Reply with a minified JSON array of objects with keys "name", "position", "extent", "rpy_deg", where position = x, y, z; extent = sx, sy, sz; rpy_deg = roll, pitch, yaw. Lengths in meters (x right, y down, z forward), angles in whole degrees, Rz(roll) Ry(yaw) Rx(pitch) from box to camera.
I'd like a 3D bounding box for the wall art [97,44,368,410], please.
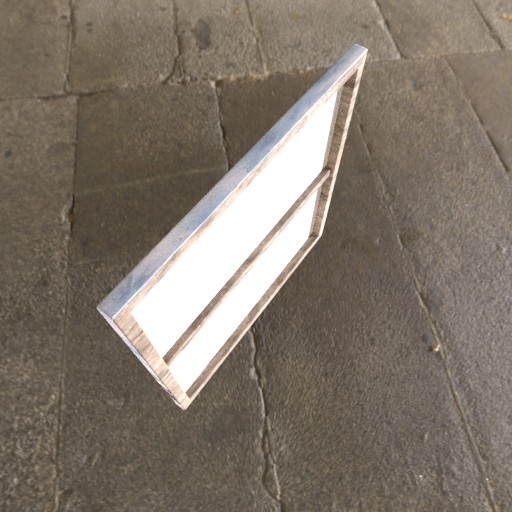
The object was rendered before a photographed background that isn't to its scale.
[{"name":"wall art","position":[0.000,0.000,1.116],"extent":[0.035,0.747,0.747],"rpy_deg":[33,66,17]}]
